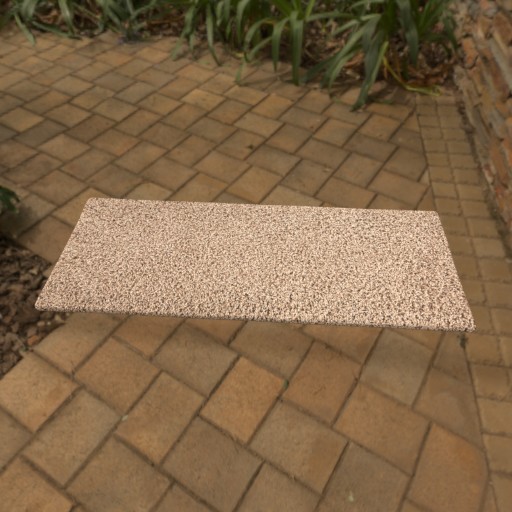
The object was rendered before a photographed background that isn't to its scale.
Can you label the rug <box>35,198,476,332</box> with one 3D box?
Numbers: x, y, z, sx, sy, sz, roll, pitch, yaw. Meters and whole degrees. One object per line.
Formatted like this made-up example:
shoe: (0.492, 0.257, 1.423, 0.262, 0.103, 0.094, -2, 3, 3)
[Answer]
rug: (0.000, 0.000, 1.733, 1.524, 0.030, 0.609, 3, 46, 2)
